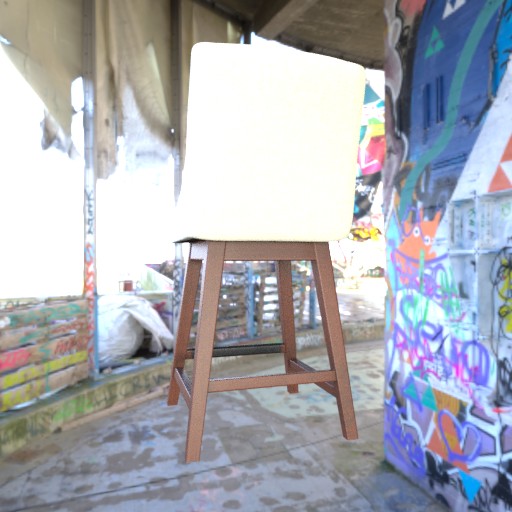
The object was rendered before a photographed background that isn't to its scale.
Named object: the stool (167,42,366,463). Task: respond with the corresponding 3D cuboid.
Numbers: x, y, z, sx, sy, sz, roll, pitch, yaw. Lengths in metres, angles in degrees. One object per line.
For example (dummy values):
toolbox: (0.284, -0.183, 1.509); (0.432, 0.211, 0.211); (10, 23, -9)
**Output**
stool: (0.000, 0.000, 1.312); (0.469, 0.991, 0.559); (0, 0, -17)
